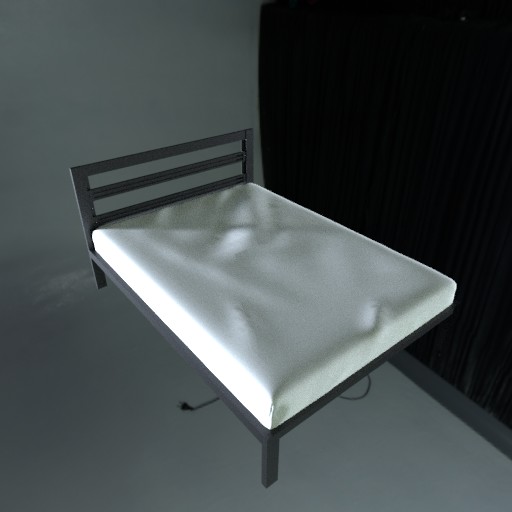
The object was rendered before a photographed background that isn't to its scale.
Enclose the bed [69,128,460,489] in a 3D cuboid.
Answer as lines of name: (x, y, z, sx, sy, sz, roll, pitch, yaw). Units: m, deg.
bed: (0.000, 0.000, 2.898, 1.524, 0.967, 2.062, -23, 38, -32)
